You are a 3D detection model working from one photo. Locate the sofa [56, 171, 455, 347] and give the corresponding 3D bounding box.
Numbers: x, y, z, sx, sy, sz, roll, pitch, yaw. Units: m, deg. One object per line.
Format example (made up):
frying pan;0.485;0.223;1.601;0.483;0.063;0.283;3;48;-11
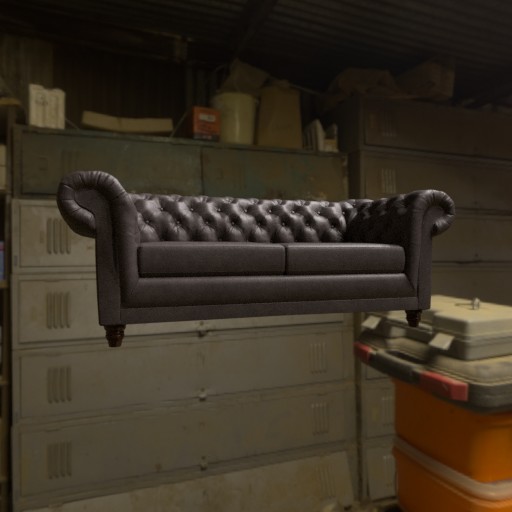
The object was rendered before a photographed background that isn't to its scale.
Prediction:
sofa;0.000;0.000;2.561;2.048;0.779;0.944;0;0;-19
